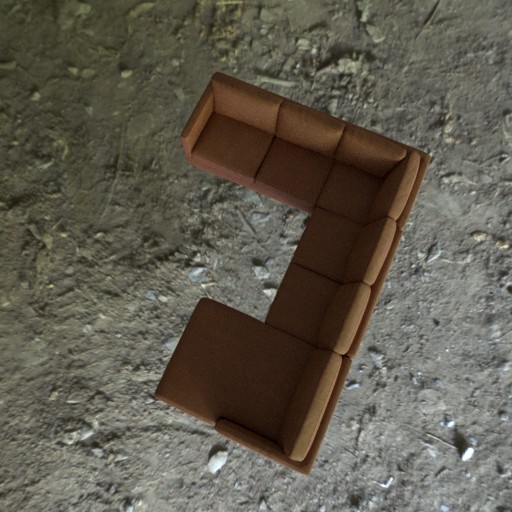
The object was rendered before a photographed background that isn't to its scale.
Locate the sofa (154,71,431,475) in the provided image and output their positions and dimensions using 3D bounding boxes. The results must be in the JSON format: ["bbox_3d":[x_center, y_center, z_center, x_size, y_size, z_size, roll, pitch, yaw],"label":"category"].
[{"bbox_3d":[0.000,0.000,4.686,2.593,0.923,3.460,24,76,6],"label":"sofa"}]
